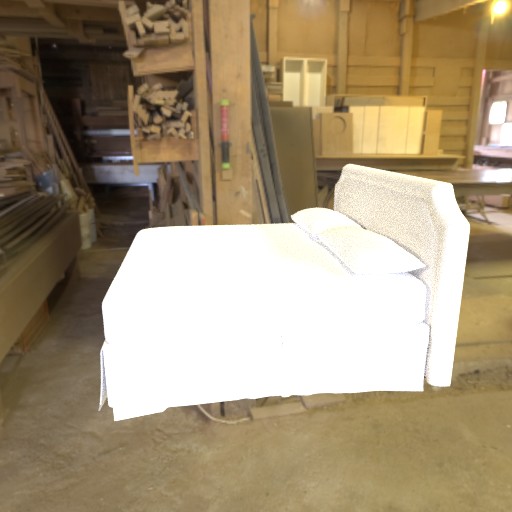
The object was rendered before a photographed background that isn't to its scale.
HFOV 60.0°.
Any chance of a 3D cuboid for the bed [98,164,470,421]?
[{"bbox_3d":[0.000,0.000,3.517,2.204,1.301,2.160,-2,16,-8],"label":"bed"}]
